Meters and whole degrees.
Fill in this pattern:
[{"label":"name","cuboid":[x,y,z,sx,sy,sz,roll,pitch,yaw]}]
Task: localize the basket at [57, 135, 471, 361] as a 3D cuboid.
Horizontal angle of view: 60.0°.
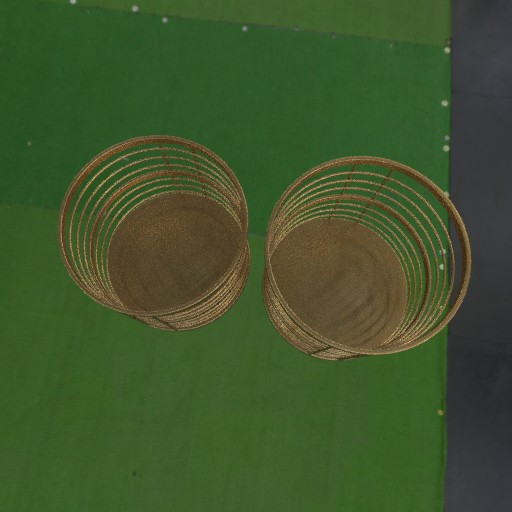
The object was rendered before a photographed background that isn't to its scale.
[{"label":"basket","cuboid":[0.000,0.000,0.942,0.746,0.351,0.356,10,75,3]}]
